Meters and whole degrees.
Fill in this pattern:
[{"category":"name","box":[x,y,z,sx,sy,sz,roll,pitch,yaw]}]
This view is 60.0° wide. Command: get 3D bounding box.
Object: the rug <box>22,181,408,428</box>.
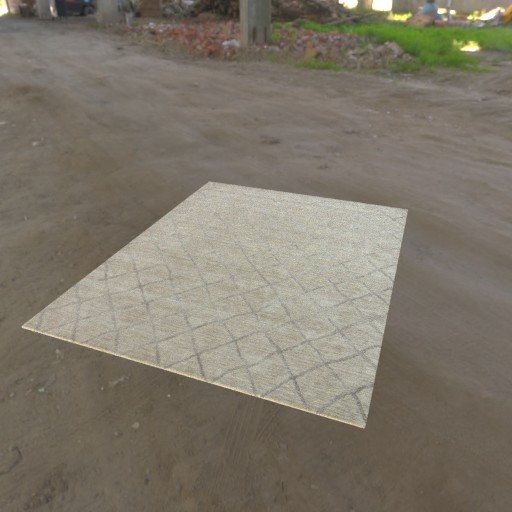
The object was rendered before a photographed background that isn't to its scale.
[{"category":"rug","box":[0.000,0.000,4.010,2.420,0.019,3.038,11,32,18]}]
